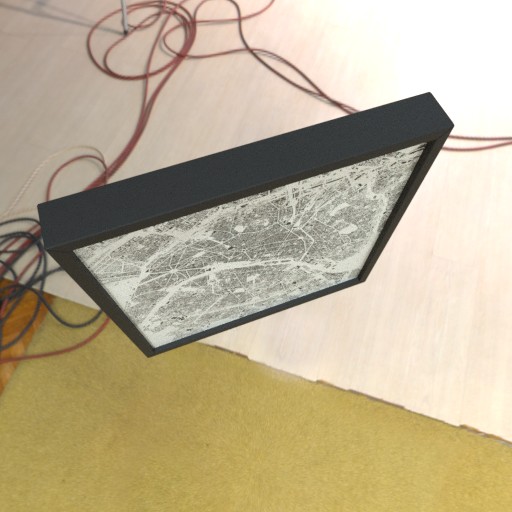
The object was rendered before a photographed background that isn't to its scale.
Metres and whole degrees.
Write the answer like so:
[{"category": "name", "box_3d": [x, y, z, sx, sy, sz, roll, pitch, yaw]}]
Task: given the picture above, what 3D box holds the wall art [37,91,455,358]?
[{"category": "wall art", "box_3d": [0.000, 0.000, 0.453, 0.305, 0.305, 0.037, -18, 65, -9]}]
